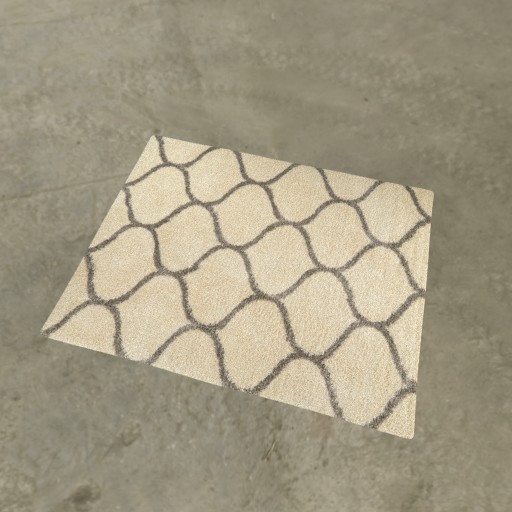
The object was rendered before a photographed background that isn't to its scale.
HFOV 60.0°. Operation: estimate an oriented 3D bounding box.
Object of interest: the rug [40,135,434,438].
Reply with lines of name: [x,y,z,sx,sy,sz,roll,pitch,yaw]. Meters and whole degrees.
rug: [0.000,0.000,4.000,3.000,0.026,2.399,13,59,8]
